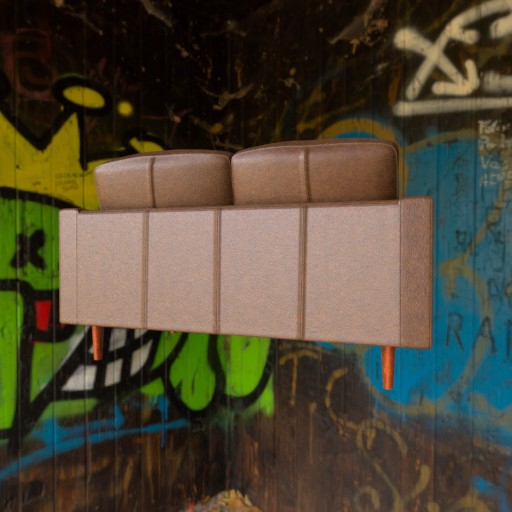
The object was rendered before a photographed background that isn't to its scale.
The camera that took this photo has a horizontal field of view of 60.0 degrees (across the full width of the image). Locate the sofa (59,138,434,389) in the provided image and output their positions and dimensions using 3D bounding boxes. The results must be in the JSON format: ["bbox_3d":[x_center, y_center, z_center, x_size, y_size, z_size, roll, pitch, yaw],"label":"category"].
[{"bbox_3d":[0.000,0.000,2.175,1.578,0.951,0.909,0,1,19],"label":"sofa"}]
